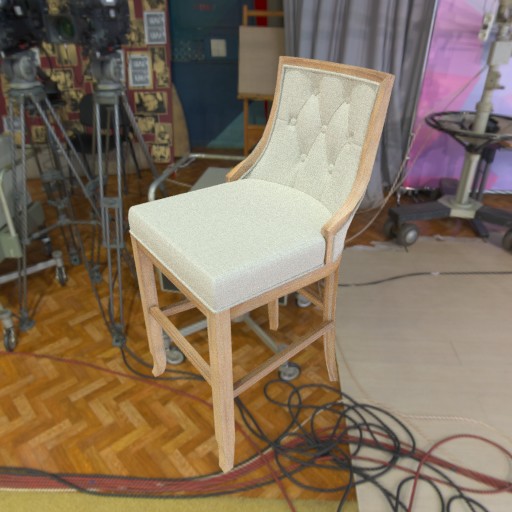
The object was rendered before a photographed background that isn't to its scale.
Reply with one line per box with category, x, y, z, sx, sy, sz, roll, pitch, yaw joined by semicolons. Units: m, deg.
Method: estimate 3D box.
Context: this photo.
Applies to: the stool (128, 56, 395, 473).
stool;0.000;0.000;1.425;0.626;1.101;0.524;-21;37;-30
